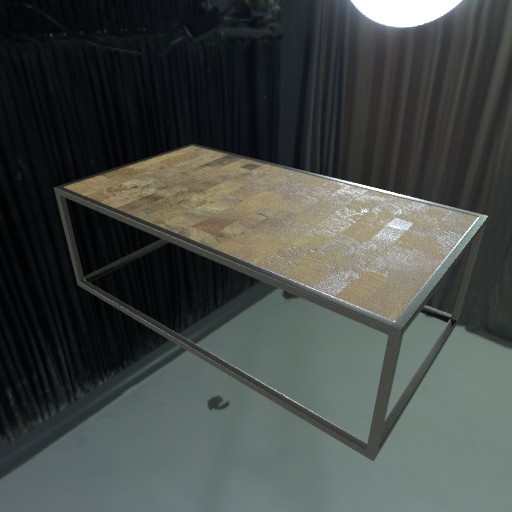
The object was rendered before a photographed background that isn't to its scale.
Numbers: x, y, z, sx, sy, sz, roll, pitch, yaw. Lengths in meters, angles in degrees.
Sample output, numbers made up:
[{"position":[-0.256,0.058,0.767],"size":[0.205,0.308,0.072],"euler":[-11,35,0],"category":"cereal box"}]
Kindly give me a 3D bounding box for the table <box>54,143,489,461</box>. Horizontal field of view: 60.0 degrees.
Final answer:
[{"position":[0.000,0.000,1.476],"size":[1.199,0.398,0.649],"euler":[21,36,32],"category":"table"}]
